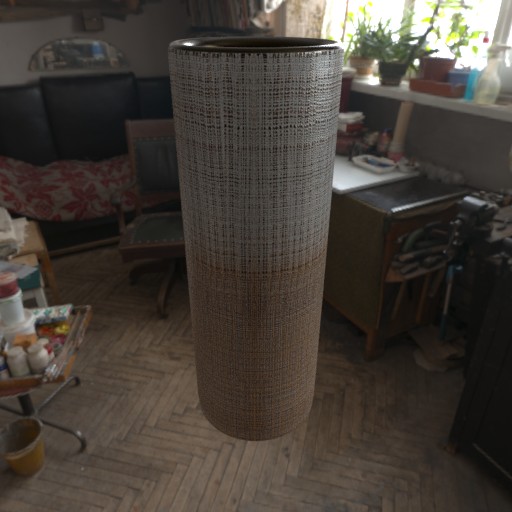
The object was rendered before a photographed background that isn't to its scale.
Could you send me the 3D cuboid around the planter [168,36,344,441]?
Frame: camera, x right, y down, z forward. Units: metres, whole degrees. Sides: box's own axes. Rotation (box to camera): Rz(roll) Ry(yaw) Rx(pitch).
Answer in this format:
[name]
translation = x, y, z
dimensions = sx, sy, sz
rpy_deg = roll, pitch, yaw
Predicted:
[planter]
translation = 0.000, 0.000, 0.318
dimensions = 0.099, 0.278, 0.099
rpy_deg = 10, 31, 18
